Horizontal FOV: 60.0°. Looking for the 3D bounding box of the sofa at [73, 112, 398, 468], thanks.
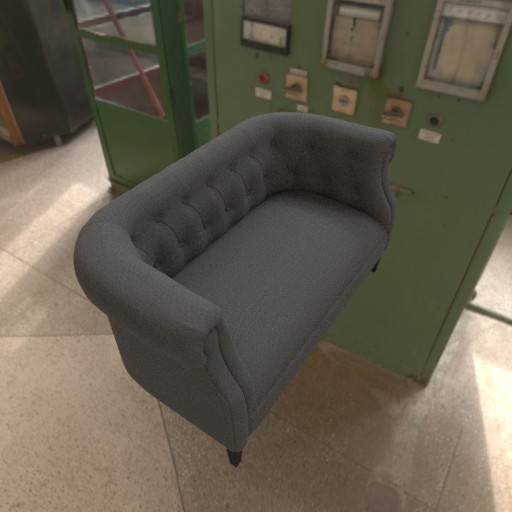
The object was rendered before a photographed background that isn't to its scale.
[{"bbox_3d":[0.000,0.000,2.041,0.835,0.827,1.558,24,47,25],"label":"sofa"}]
